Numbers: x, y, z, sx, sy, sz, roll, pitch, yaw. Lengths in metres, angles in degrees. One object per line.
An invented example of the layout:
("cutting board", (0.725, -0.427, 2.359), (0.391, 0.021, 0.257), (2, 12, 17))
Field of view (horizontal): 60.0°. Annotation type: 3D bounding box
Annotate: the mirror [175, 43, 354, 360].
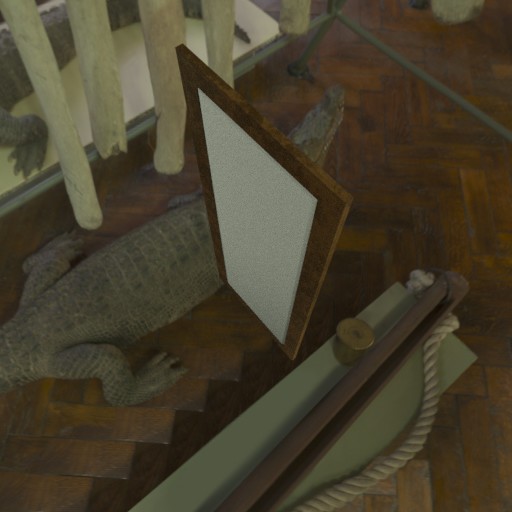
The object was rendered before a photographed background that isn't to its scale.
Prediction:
("mirror", (0.000, 0.000, 2.291), (0.032, 2.031, 0.812), (-37, 70, -16))
